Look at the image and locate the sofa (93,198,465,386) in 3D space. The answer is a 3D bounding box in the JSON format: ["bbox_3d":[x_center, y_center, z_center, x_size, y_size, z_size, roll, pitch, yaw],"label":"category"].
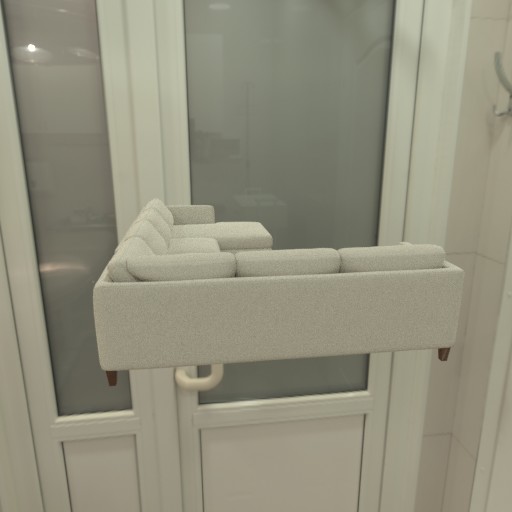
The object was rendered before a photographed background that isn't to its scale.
[{"bbox_3d":[0.000,0.000,4.508,2.551,0.853,3.238,-2,15,-8],"label":"sofa"}]
